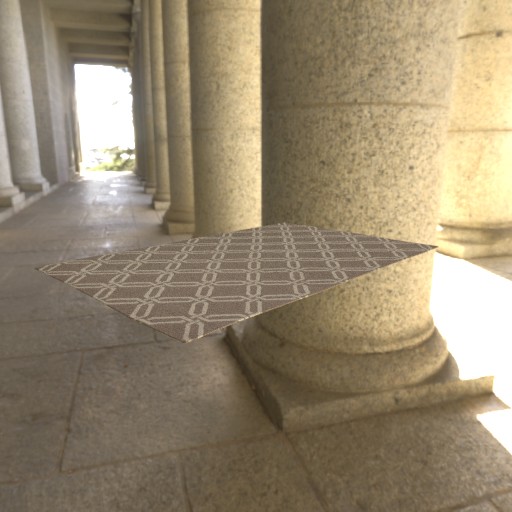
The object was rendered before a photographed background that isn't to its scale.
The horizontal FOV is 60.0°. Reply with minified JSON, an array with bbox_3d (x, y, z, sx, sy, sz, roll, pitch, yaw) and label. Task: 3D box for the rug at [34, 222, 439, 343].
[{"bbox_3d":[0.000,0.000,2.234,1.142,0.010,1.748,13,19,43],"label":"rug"}]
